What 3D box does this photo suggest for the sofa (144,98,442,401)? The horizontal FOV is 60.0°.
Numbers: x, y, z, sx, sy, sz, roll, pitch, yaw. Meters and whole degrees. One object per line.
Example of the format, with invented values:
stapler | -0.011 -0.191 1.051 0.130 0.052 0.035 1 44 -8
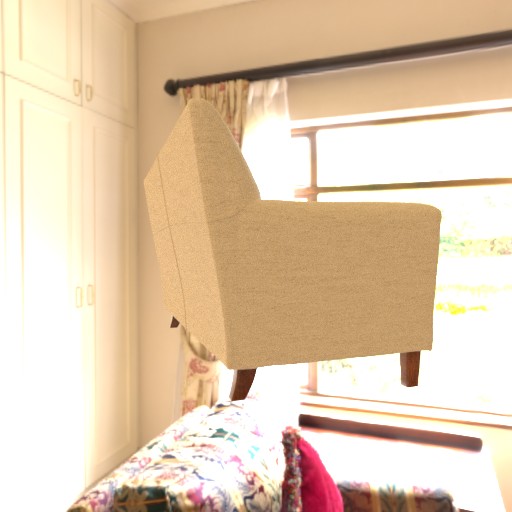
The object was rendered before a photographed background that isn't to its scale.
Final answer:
sofa | 0.000 0.000 2.038 0.891 0.892 1.482 0 1 -19
